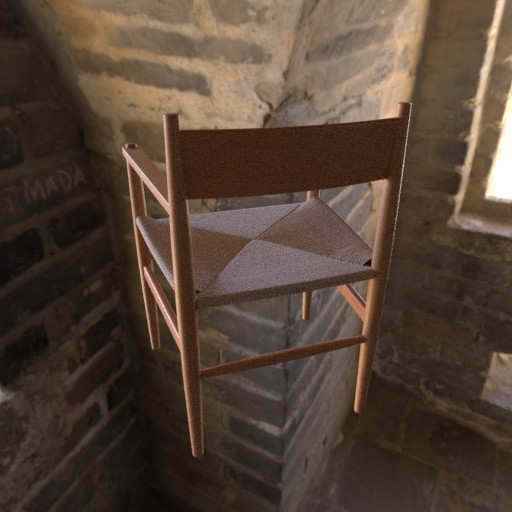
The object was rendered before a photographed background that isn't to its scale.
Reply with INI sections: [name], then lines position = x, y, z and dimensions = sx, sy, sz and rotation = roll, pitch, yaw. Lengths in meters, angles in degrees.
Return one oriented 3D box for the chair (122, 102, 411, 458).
[chair]
position = 0.000, 0.000, 1.103
dimensions = 0.556, 0.762, 0.495
rotation = -8, 27, -17
